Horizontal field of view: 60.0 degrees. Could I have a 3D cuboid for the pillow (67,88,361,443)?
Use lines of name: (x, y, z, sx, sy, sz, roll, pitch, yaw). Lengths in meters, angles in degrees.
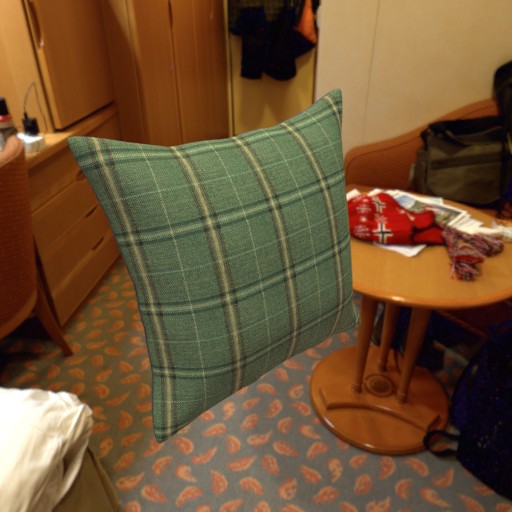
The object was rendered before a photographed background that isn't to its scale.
pillow: (0.000, 0.000, 0.690, 0.453, 0.430, 0.200, -22, 38, -32)
